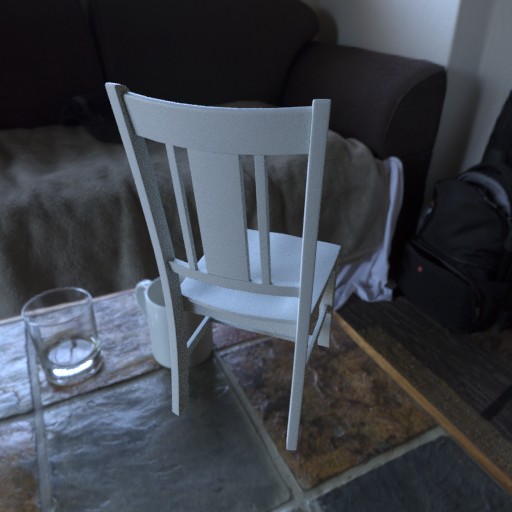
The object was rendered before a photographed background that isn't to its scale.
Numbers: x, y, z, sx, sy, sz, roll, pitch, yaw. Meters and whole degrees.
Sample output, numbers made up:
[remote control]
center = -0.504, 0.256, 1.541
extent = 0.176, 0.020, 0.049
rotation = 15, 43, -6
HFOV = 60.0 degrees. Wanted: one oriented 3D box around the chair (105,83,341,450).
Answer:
[chair]
center = 0.000, 0.000, 1.271
extent = 0.450, 0.998, 0.555
rotation = 11, 33, 17
